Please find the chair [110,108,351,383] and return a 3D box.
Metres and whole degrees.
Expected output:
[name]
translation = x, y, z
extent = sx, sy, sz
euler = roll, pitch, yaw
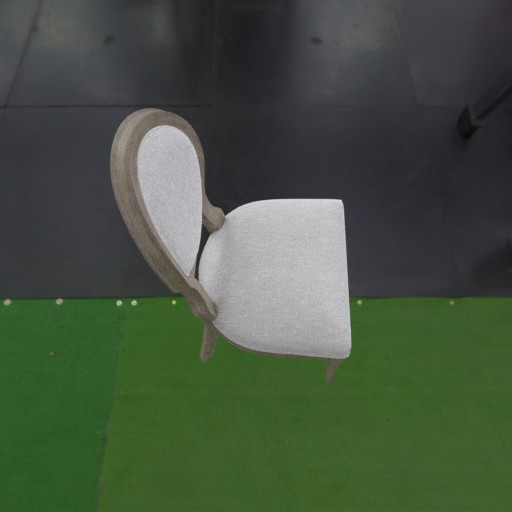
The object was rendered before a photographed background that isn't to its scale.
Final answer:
[chair]
translation = 0.000, 0.000, 1.352
extent = 0.602, 0.990, 0.558
euler = 2, 62, 1
